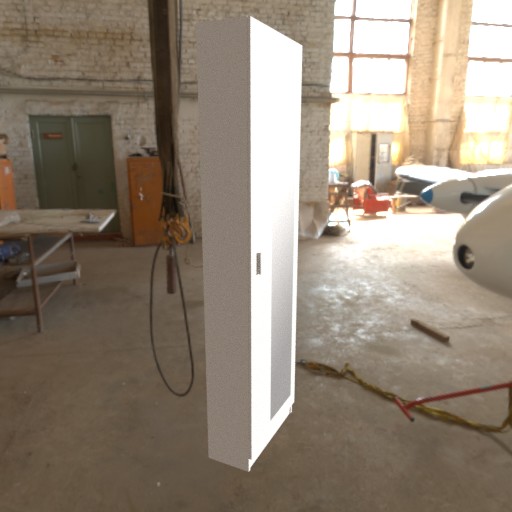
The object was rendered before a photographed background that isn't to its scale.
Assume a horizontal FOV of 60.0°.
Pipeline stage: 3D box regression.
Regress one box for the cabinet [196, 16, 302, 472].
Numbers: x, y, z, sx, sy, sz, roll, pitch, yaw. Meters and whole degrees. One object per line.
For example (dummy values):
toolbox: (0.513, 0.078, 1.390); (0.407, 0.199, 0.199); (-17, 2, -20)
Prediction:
cabinet: (0.000, 0.000, 1.957); (0.230, 1.790, 0.500); (7, 15, 25)
